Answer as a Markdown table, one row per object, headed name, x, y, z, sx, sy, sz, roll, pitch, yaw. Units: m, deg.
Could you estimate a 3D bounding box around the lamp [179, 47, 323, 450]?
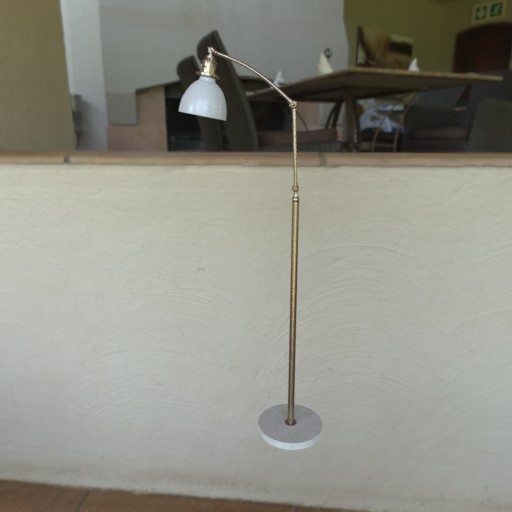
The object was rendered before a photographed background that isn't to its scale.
| name | x | y | z | sx | sy | sz | roll | pitch | yaw |
| --- | --- | --- | --- | --- | --- | --- | --- | --- | --- |
| lamp | 0.000 | 0.000 | 1.814 | 0.599 | 1.586 | 0.288 | 3 | 15 | 10 |
